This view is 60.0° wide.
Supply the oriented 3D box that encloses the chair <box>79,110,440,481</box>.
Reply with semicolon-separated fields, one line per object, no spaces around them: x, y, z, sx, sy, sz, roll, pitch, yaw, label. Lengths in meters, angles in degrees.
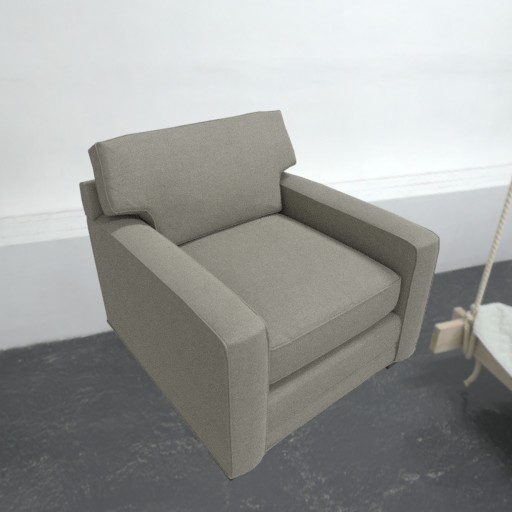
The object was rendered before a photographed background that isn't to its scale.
0.000;0.000;1.807;0.999;0.934;1.044;-21;36;-32;chair
